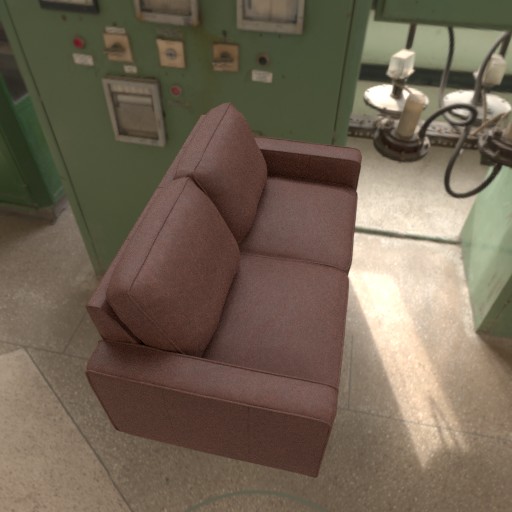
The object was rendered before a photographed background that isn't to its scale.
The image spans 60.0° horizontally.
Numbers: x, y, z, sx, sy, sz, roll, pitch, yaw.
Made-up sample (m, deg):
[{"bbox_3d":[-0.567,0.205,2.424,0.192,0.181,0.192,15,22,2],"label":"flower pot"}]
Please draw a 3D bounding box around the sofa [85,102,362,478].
[{"bbox_3d":[0.000,0.000,2.216,0.947,0.918,1.709,9,47,9],"label":"sofa"}]
